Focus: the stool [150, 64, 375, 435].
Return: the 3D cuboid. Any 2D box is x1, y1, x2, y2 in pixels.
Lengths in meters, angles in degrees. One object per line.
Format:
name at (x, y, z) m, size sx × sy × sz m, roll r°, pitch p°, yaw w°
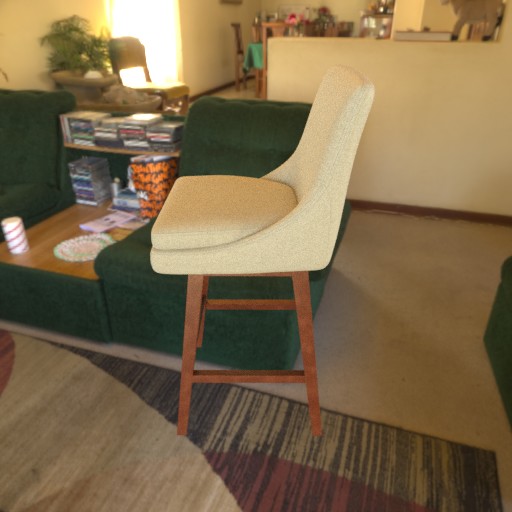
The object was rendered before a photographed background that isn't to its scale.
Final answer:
stool at (0.000, 0.000, 1.405) m, size 0.559 × 1.092 × 0.470 m, roll 0°, pitch 29°, yaw 0°
